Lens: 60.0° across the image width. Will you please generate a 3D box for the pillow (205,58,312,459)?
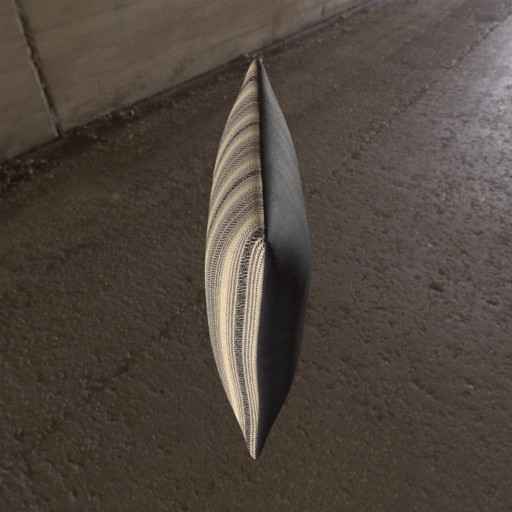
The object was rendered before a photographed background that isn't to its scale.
[{"bbox_3d":[0.000,0.000,0.789,0.166,0.508,0.520,-1,42,-1],"label":"pillow"}]
